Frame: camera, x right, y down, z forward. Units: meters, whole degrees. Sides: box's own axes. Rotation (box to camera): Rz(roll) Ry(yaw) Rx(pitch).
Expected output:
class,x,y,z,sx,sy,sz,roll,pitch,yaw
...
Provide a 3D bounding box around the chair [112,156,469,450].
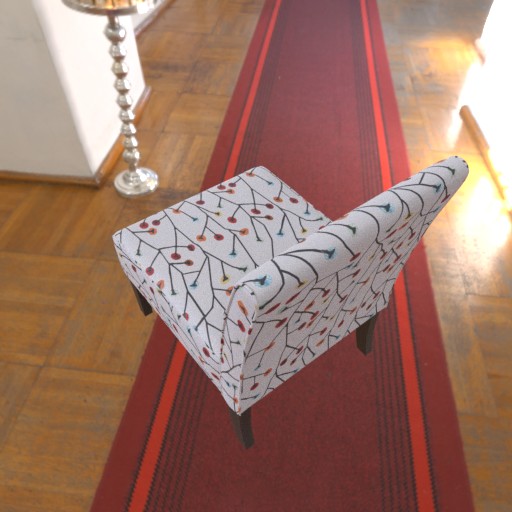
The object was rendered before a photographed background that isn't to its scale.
class,x,y,z,sx,sy,sz,roll,pitch,yaw
chair,0.000,0.000,1.284,0.597,0.813,0.732,-30,54,-25
